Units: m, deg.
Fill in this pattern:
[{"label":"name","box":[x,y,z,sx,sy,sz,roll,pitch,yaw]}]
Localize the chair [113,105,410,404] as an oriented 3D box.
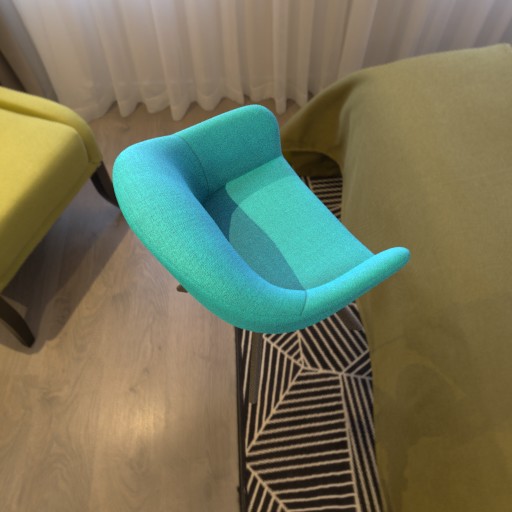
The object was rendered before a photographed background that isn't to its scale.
[{"label":"chair","box":[0.000,0.000,1.192,0.550,0.795,0.590,-30,64,-17]}]
